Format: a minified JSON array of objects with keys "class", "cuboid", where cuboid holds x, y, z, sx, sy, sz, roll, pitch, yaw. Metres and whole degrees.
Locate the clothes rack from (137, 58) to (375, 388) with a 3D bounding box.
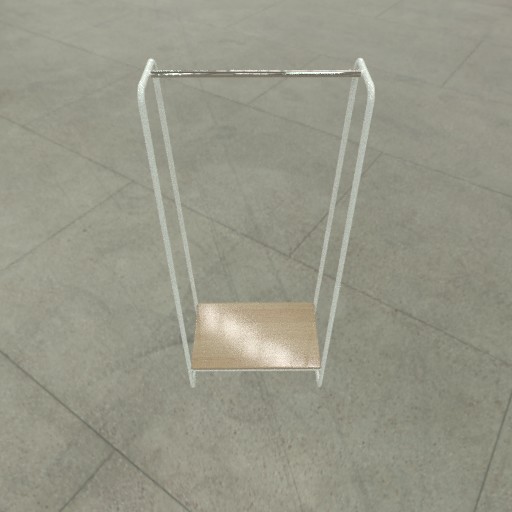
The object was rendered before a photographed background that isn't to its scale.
[{"class":"clothes rack","cuboid":[0.000,0.000,1.785,0.640,1.500,0.400,0,46,0]}]
